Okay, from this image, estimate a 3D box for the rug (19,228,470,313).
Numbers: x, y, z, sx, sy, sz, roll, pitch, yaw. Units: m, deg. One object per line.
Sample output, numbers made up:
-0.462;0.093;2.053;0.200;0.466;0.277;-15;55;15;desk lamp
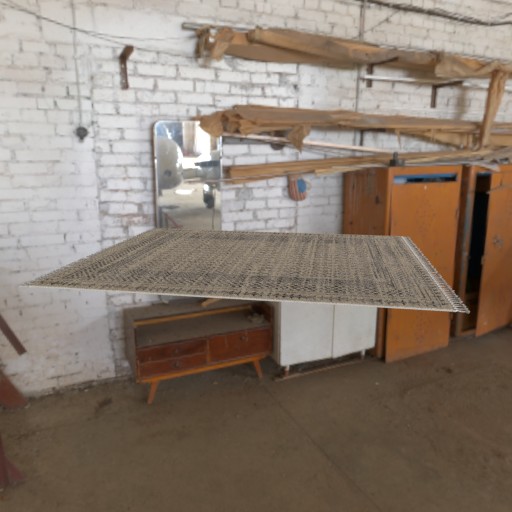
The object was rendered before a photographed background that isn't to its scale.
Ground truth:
0.000;0.000;3.898;2.940;0.013;2.312;2;14;10;rug
